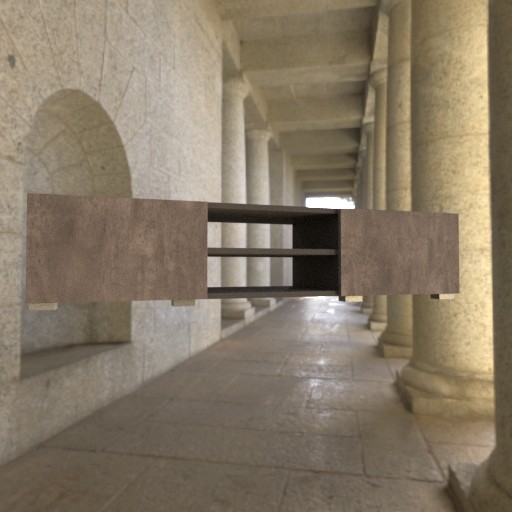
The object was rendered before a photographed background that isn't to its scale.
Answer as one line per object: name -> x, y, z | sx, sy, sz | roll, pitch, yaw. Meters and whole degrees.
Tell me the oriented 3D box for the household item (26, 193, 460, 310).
household item -> 0.000, 0.000, 1.572 | 1.400, 0.310, 0.420 | 0, -2, -18
